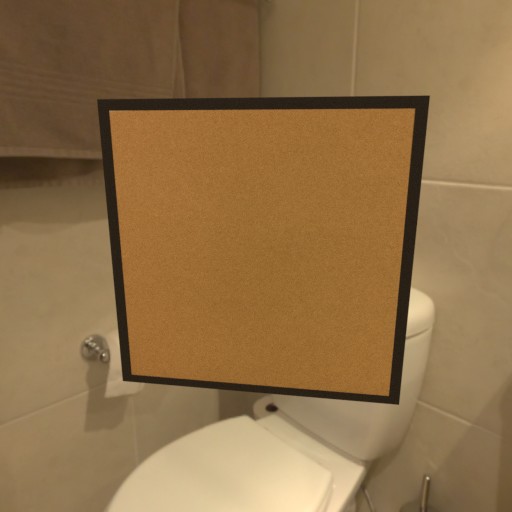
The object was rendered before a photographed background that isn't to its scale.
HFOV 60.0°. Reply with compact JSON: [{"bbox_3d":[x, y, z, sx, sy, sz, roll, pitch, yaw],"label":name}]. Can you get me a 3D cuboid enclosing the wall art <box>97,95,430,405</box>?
[{"bbox_3d":[0.000,0.000,0.754,0.508,0.507,0.033,2,16,8],"label":"wall art"}]
